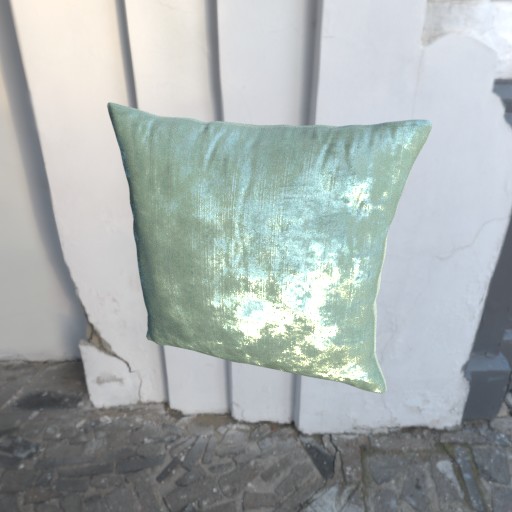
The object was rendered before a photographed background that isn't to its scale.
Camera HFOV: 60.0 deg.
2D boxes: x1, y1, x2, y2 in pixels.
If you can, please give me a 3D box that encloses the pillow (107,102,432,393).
[{"bbox_3d":[0.000,0.000,0.725,0.470,0.464,0.175,8,28,15],"label":"pillow"}]
